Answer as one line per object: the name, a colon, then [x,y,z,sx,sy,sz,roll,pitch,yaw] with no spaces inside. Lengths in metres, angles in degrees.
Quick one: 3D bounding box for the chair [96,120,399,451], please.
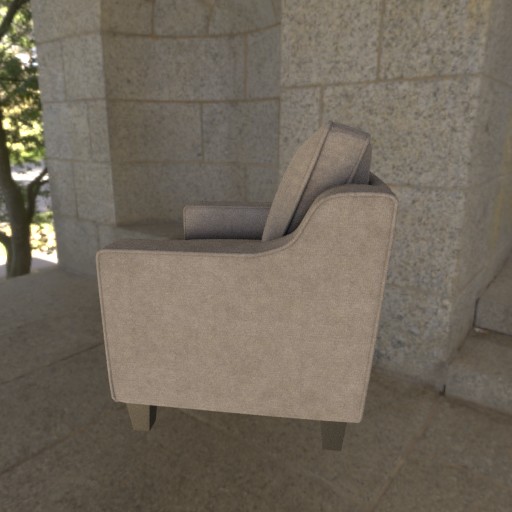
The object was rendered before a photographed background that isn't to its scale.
chair: [0.000,0.000,1.631,0.840,0.944,0.926,2,16,8]
